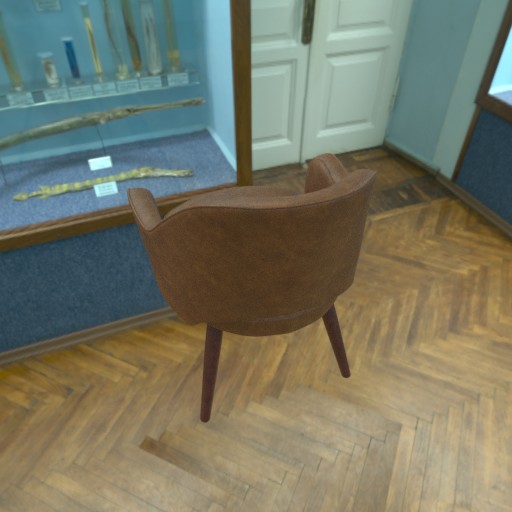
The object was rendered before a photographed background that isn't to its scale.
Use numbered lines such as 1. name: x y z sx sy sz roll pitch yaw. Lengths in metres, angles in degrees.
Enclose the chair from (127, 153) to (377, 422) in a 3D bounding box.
1. chair: 0.000 0.000 1.205 0.591 0.777 0.640 -13 43 -14
